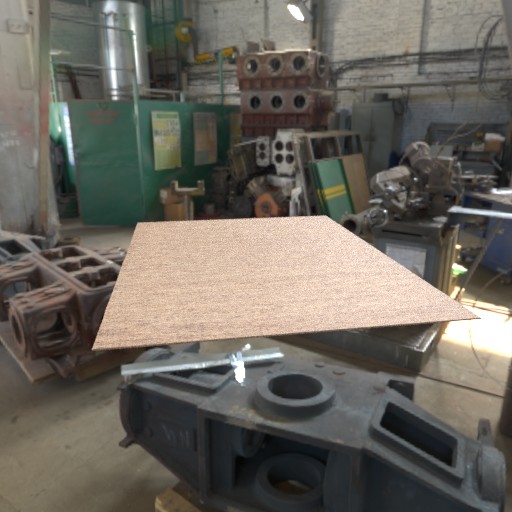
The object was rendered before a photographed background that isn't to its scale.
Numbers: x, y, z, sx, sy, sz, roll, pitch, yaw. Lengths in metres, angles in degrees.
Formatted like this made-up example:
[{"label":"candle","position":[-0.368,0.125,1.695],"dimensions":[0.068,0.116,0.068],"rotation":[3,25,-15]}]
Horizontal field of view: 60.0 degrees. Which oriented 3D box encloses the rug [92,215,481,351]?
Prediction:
[{"label":"rug","position":[0.000,0.000,4.210],"dimensions":[2.448,0.013,3.205],"rotation":[-3,18,-9]}]
